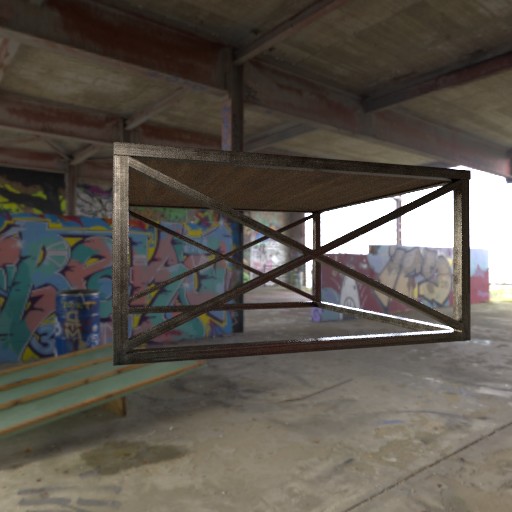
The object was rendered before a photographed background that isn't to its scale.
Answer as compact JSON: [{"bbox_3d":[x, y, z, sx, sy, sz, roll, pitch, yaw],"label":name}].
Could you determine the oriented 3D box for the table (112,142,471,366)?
[{"bbox_3d":[0.000,0.000,1.460,0.899,0.451,0.909,0,-1,-18],"label":"table"}]
